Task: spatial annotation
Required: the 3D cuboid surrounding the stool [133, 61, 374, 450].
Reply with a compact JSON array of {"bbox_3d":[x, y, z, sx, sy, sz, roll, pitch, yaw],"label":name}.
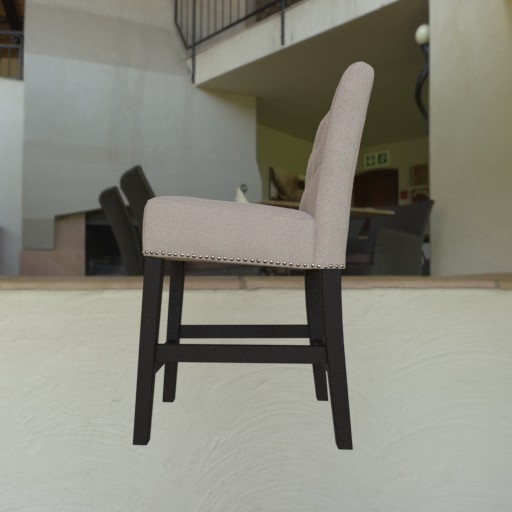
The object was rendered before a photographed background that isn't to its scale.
[{"bbox_3d":[0.000,0.000,1.203,0.571,0.885,0.427,0,-1,0],"label":"stool"}]
